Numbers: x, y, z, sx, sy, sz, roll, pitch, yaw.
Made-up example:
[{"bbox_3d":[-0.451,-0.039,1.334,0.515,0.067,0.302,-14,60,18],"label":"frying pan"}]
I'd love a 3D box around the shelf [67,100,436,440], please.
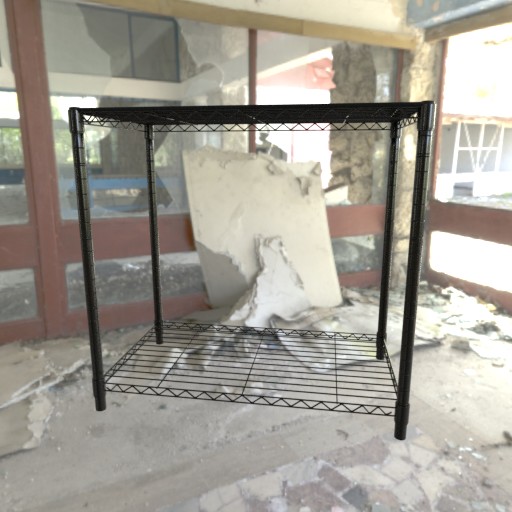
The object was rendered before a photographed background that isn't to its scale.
[{"bbox_3d":[0.000,0.000,0.914,0.589,0.564,0.338,2,13,9],"label":"shelf"}]
